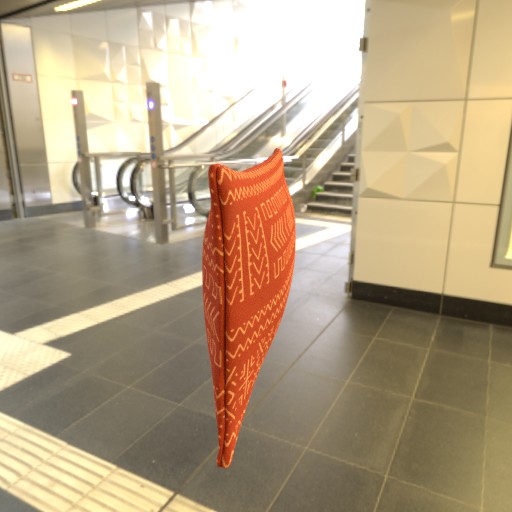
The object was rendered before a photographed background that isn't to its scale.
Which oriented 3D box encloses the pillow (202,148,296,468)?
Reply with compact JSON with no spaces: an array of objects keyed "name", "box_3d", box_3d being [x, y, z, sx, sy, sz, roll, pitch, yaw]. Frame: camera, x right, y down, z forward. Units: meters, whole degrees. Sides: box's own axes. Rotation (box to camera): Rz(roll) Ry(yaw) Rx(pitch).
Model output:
[{"name":"pillow","box_3d":[0.000,0.000,0.774,0.130,0.352,0.640,2,15,8]}]
